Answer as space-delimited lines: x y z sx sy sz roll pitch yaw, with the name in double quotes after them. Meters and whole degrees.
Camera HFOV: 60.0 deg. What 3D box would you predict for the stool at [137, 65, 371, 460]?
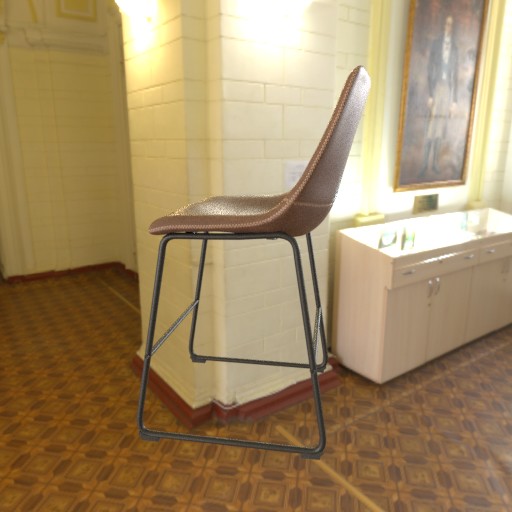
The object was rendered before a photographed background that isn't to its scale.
0.000 0.000 1.200 0.550 0.890 0.460 2 14 9 "stool"
